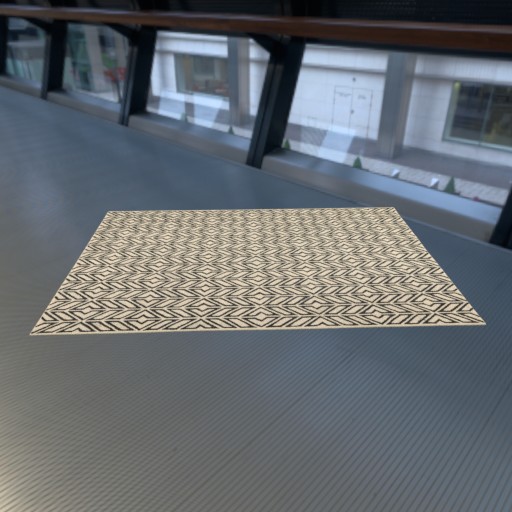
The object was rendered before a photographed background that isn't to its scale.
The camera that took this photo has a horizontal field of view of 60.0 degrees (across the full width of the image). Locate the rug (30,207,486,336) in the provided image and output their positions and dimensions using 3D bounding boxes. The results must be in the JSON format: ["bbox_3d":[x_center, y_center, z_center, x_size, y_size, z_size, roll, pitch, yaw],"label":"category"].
[{"bbox_3d":[0.000,0.000,2.303,1.828,0.007,1.220,-1,29,-2],"label":"rug"}]
